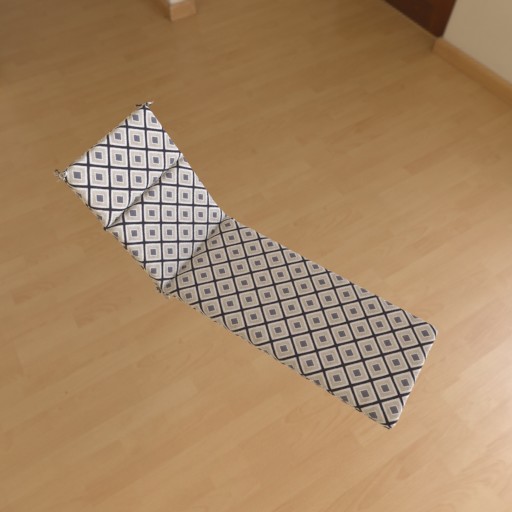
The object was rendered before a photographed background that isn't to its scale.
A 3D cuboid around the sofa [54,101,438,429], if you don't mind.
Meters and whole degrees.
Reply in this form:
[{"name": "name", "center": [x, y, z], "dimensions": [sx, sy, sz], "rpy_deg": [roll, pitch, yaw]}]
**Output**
[{"name": "sofa", "center": [0.000, 0.000, 1.936], "dimensions": [1.663, 0.622, 0.582], "rpy_deg": [29, 62, 17]}]
